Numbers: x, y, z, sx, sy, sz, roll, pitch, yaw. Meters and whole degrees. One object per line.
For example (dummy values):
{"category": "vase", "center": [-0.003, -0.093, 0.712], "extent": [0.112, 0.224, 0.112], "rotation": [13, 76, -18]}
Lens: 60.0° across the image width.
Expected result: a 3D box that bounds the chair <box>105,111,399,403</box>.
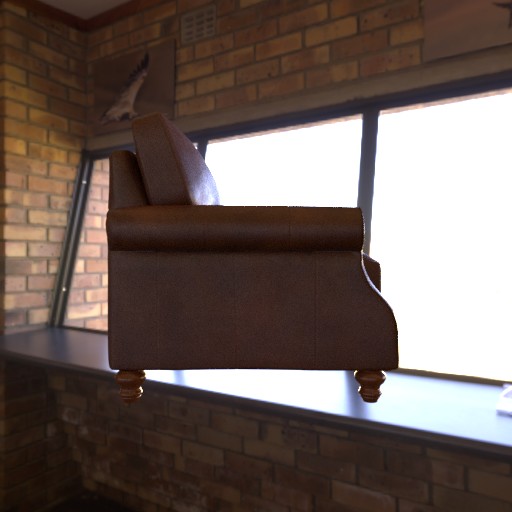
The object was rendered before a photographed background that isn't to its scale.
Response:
{"category": "chair", "center": [0.000, 0.000, 1.837], "extent": [0.992, 0.972, 0.989], "rotation": [0, -1, 0]}
